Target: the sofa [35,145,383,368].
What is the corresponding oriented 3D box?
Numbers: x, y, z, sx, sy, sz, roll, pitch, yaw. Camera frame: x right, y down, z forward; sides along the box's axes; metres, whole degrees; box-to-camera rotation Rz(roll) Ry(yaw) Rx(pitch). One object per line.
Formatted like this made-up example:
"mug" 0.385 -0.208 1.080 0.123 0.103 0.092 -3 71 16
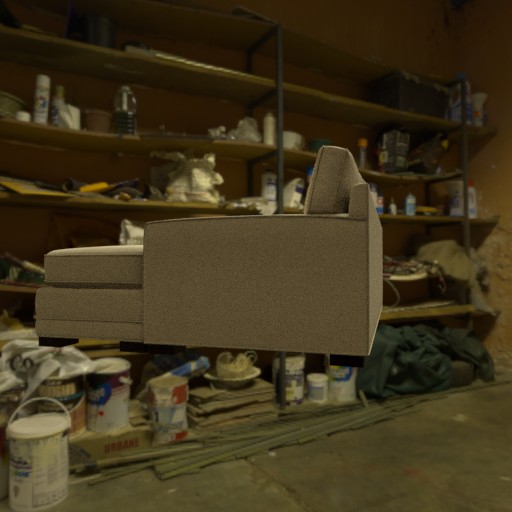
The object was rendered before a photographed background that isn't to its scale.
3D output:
"sofa" 0.000 0.000 2.808 1.496 0.861 2.087 0 -1 17
